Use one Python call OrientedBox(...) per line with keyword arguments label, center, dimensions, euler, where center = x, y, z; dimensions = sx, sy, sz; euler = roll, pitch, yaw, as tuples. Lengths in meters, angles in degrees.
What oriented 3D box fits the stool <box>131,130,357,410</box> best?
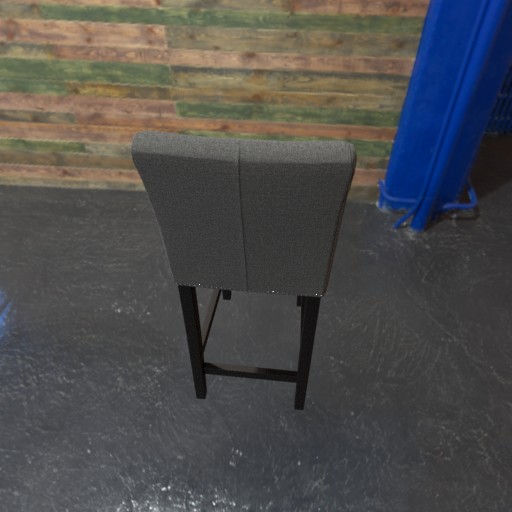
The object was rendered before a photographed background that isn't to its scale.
OrientedBox(label="stool", center=(0.000, 0.000, 1.316), dimensions=(0.411, 1.047, 0.548), euler=(4, 45, 4))
